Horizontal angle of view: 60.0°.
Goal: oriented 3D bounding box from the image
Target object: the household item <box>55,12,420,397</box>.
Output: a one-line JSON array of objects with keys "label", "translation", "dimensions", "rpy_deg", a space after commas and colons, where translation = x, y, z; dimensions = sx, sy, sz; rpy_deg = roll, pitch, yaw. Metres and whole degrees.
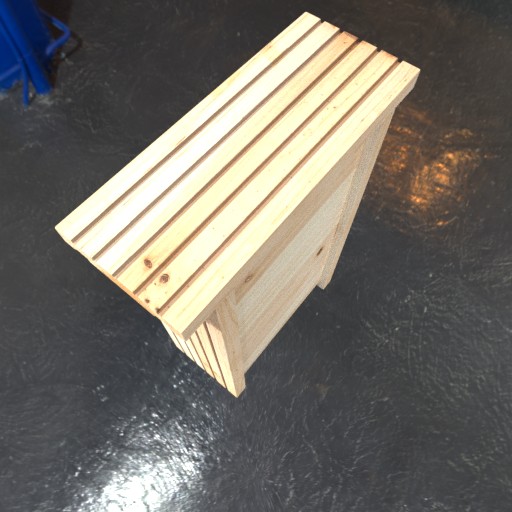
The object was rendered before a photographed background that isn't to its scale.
[{"label": "household item", "translation": [0.000, 0.000, 0.529], "dimensions": [0.123, 0.407, 0.301], "rpy_deg": [36, 69, 16]}]
